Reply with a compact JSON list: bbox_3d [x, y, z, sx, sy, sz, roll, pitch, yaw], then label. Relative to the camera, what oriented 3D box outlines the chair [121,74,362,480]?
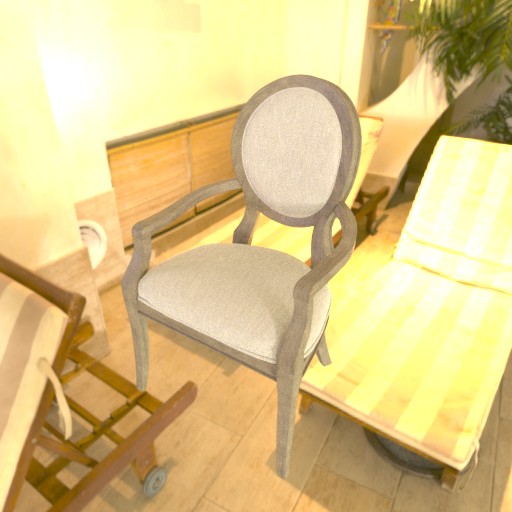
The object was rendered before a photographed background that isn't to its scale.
[{"bbox_3d":[0.000,0.000,1.377,0.611,0.991,0.602,19,35,29],"label":"chair"}]
